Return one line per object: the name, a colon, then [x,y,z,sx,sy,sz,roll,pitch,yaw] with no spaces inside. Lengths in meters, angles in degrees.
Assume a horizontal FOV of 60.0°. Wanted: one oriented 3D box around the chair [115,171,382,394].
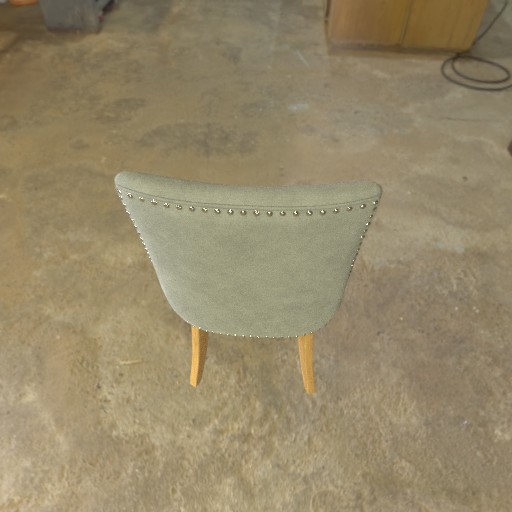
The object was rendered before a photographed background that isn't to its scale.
chair: [0.000,0.000,1.261,0.495,0.902,0.610,3,47,3]
